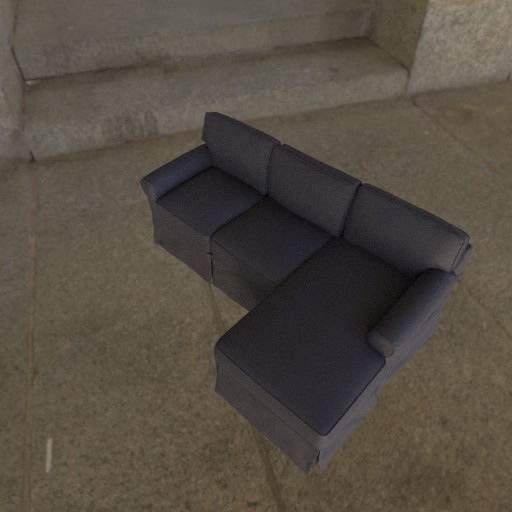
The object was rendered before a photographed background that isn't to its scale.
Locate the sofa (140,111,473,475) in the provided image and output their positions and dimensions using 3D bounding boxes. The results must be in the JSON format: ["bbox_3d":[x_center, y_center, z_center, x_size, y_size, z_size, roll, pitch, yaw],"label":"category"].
[{"bbox_3d":[0.000,0.000,3.350,2.518,1.039,1.637,33,55,28],"label":"sofa"}]
